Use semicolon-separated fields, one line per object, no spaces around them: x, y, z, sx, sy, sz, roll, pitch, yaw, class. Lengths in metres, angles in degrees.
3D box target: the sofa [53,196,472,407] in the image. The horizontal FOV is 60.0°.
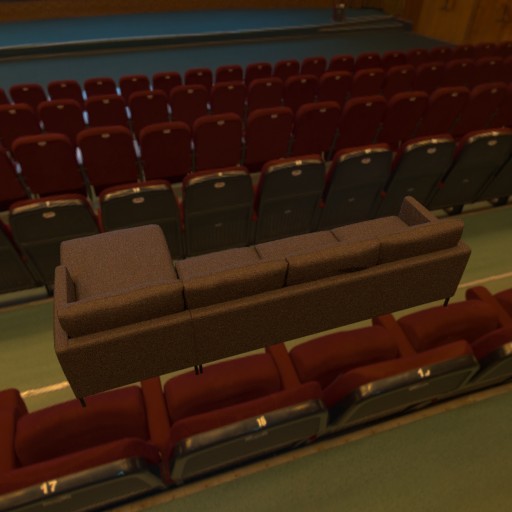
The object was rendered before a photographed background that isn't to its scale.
0.000;0.000;3.817;3.221;0.892;1.483;-12;41;-14;sofa
